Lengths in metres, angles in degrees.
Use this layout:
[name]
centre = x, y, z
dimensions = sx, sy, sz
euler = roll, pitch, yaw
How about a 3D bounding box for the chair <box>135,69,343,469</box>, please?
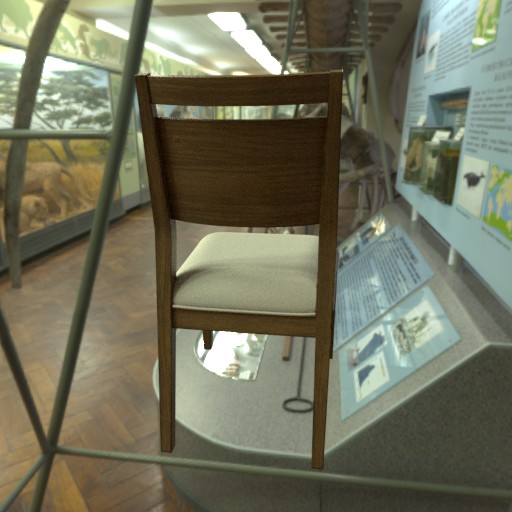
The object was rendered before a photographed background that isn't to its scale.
[chair]
centre = 0.000, 0.000, 1.281
dimensions = 0.497, 0.939, 0.610
euler = 2, 17, 8
